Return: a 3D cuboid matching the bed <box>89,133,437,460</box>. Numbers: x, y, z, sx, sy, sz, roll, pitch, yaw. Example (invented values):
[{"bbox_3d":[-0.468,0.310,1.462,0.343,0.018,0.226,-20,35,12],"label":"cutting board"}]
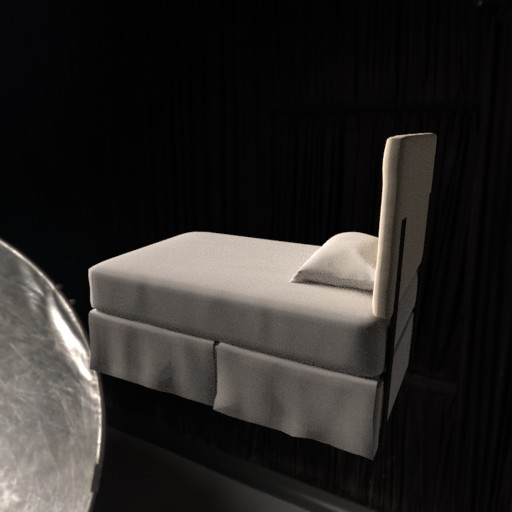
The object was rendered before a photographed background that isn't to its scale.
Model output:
[{"bbox_3d":[0.000,0.000,2.937,1.997,1.571,1.261,8,18,26],"label":"bed"}]
